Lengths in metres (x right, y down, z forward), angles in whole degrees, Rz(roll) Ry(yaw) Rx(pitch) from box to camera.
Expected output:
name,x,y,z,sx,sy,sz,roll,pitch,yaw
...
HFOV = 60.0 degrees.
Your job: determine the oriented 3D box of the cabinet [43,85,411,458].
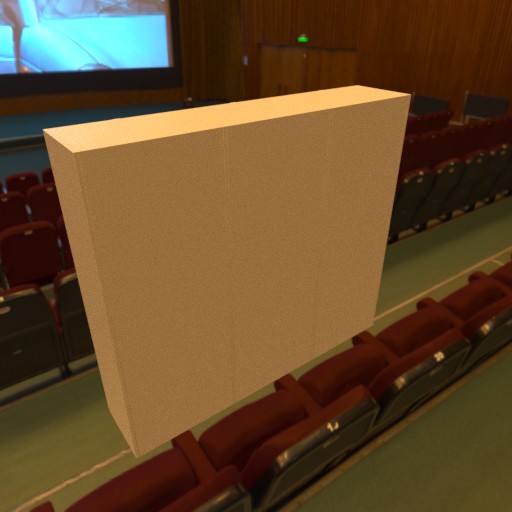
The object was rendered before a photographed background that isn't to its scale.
name,x,y,z,sx,sy,sz,roll,pitch,yaw
cabinet,0.000,0.000,3.693,2.700,2.370,0.590,-20,35,-31
